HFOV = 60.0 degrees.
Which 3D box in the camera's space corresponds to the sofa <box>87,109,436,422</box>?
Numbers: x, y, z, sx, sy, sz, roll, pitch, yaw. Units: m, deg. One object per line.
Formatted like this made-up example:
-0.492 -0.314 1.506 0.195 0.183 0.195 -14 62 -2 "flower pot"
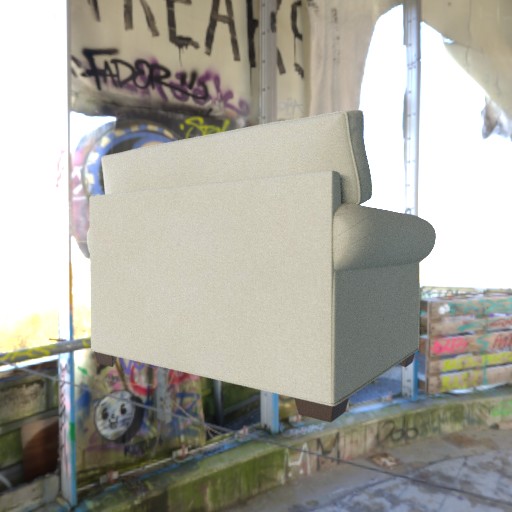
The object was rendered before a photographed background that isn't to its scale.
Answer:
0.000 0.000 2.075 1.405 1.006 0.937 1 2 35 "sofa"
